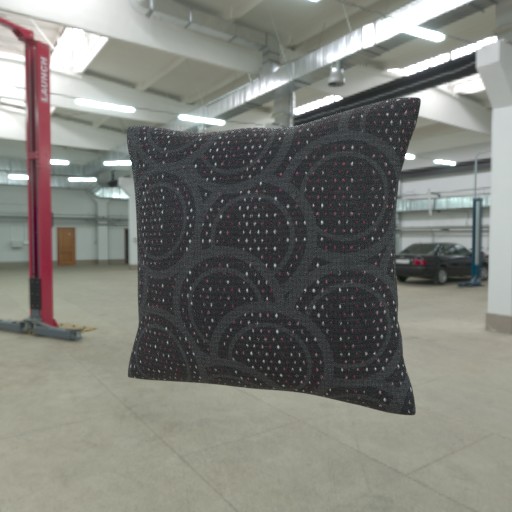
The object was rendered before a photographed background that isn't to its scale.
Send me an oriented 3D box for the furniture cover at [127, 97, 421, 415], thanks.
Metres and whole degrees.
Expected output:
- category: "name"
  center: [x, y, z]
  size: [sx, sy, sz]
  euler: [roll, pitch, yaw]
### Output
- category: "furniture cover"
  center: [0.000, 0.000, 0.801]
  size: [0.552, 0.509, 0.193]
  euler: [1, 2, 20]
